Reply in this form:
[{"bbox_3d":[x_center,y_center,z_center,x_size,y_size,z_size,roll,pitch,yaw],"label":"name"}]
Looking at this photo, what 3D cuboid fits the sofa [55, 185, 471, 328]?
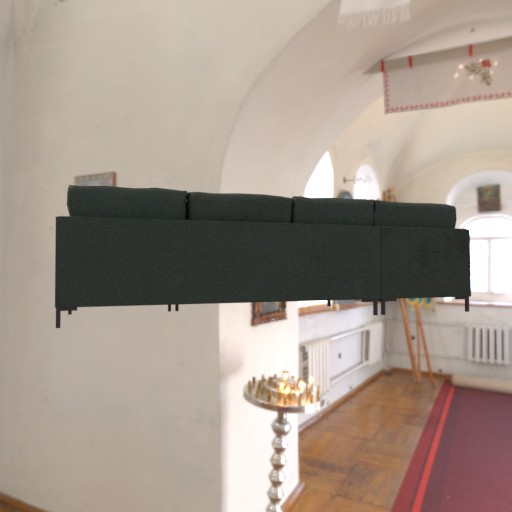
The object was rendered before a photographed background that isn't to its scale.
[{"bbox_3d":[0.000,0.000,4.356,3.384,0.996,2.048,0,-1,-18],"label":"sofa"}]
